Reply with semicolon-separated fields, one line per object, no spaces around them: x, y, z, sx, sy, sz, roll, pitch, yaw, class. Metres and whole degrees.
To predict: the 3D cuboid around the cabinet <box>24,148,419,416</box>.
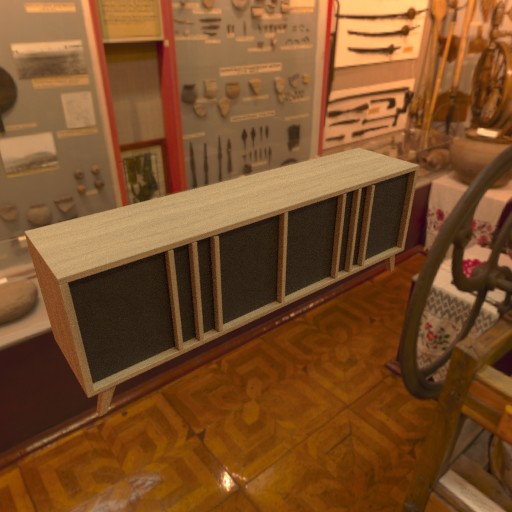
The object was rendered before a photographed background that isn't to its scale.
0.000;0.000;2.557;2.198;0.779;0.499;-21;35;-32;cabinet
